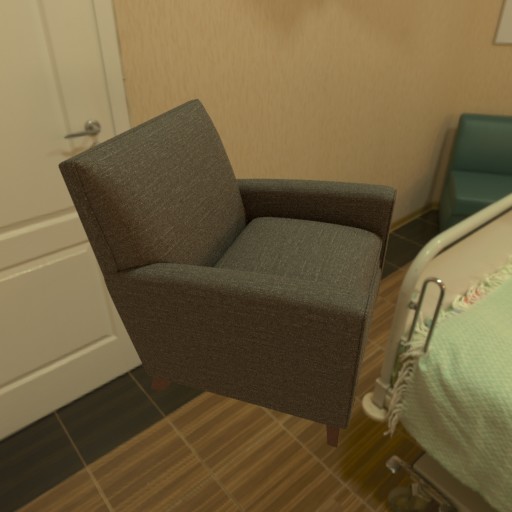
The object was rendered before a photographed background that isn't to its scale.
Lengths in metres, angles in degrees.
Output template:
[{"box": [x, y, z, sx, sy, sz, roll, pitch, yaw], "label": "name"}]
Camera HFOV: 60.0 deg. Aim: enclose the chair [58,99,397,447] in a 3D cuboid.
[{"box": [0.000, 0.000, 1.608, 0.875, 0.885, 0.838, 11, 34, 17], "label": "chair"}]
